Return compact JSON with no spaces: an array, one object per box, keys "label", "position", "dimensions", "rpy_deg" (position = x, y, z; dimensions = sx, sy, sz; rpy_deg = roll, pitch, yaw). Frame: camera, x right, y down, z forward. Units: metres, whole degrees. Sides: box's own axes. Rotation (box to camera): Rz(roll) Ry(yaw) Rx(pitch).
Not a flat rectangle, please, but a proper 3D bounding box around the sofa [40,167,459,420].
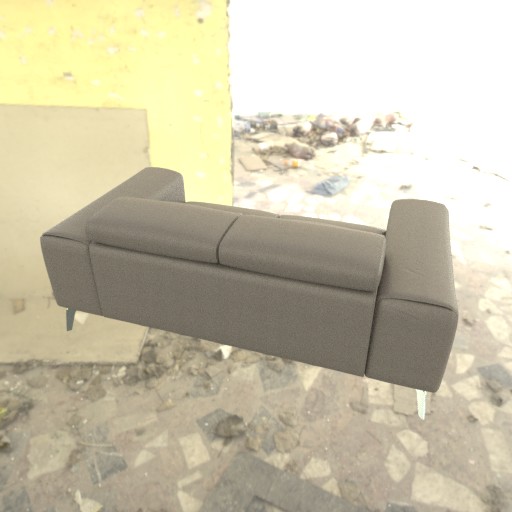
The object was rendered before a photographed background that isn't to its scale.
[{"label":"sofa","position":[0.000,0.000,2.401],"dimensions":[1.930,0.753,1.024],"rpy_deg":[10,33,16]}]
